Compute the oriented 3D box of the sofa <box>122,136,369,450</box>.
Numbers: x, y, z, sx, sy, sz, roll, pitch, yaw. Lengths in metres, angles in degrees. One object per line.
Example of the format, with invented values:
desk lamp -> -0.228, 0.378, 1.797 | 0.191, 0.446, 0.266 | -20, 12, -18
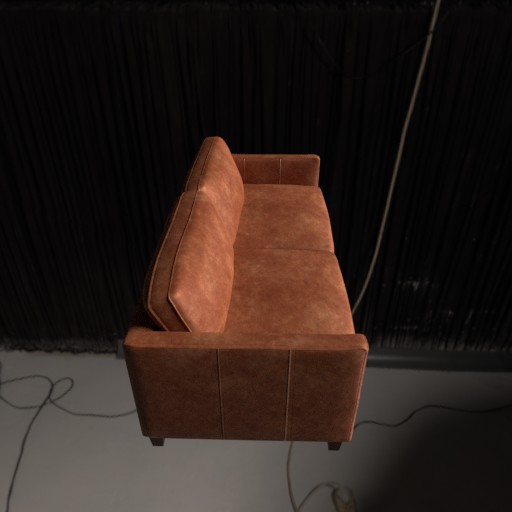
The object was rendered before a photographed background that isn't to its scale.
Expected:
sofa -> 0.000, 0.000, 2.518 | 0.923, 0.863, 1.971 | 1, 33, 1
